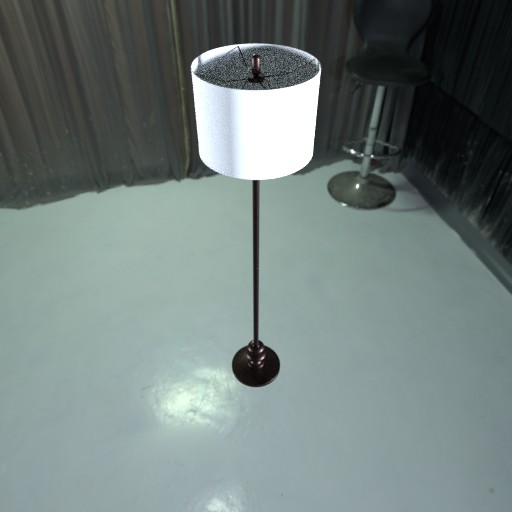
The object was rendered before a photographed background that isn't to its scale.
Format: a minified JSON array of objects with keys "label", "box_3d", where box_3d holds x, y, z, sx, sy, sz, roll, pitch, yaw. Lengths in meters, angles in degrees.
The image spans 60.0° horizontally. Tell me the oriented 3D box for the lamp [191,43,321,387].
[{"label":"lamp","box_3d":[0.000,0.000,1.707,0.356,1.487,0.356,-12,44,-13]}]
